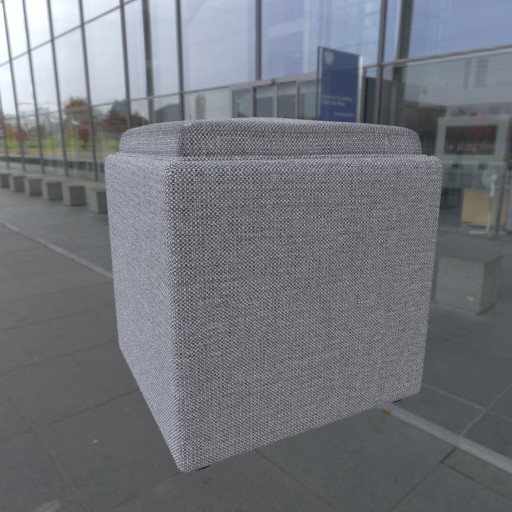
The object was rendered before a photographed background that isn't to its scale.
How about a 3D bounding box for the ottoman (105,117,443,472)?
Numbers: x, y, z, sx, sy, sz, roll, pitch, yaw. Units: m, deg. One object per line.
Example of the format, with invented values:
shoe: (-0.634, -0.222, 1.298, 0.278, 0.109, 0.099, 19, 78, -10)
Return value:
ottoman: (0.000, 0.000, 0.827, 0.454, 0.487, 0.436, -7, 16, -26)
